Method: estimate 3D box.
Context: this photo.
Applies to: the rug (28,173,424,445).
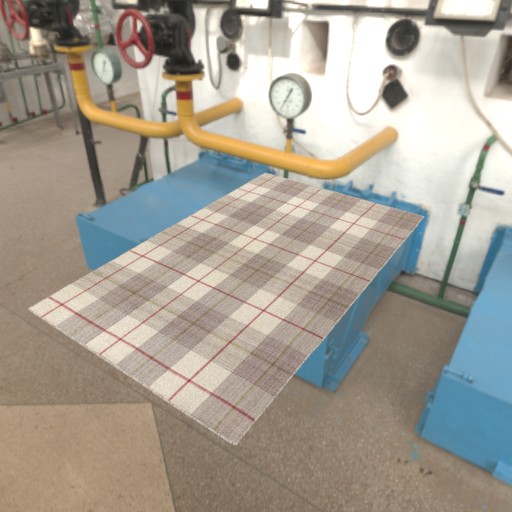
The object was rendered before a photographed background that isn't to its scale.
[{"bbox_3d":[0.000,0.000,3.059,1.549,0.010,2.464,21,39,29],"label":"rug"}]
